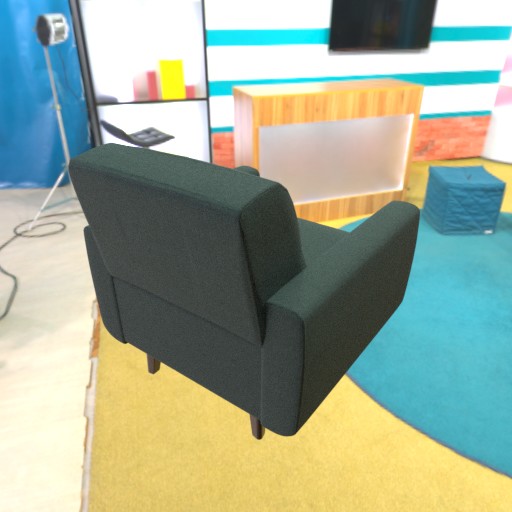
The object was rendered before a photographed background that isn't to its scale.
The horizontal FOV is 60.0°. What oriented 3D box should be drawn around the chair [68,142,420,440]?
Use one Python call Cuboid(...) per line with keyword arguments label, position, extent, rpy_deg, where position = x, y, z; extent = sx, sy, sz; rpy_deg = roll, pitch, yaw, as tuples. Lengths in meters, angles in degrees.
Cuboid(label="chair", position=(0.000, 0.000, 1.524), extent=(0.831, 0.841, 0.909), rpy_deg=(19, 34, 31))
